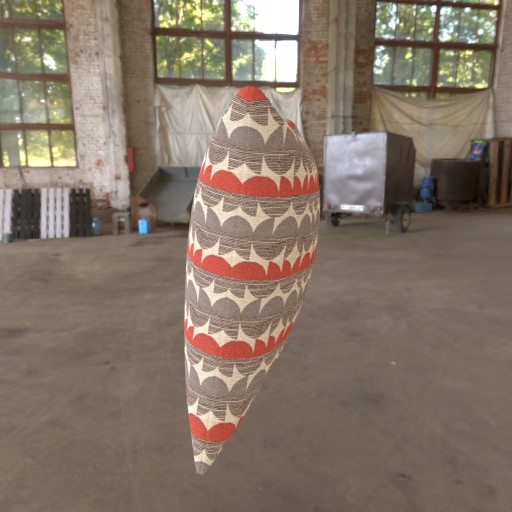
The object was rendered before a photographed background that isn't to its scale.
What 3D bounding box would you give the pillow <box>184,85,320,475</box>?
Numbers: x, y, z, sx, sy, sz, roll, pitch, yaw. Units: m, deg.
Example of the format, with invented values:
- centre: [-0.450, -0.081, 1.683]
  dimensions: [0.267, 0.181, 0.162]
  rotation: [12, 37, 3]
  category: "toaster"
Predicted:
- centre: [0.000, 0.000, 0.644]
  dimensions: [0.180, 0.410, 0.420]
  rotation: [2, 13, 8]
  category: "pillow"
